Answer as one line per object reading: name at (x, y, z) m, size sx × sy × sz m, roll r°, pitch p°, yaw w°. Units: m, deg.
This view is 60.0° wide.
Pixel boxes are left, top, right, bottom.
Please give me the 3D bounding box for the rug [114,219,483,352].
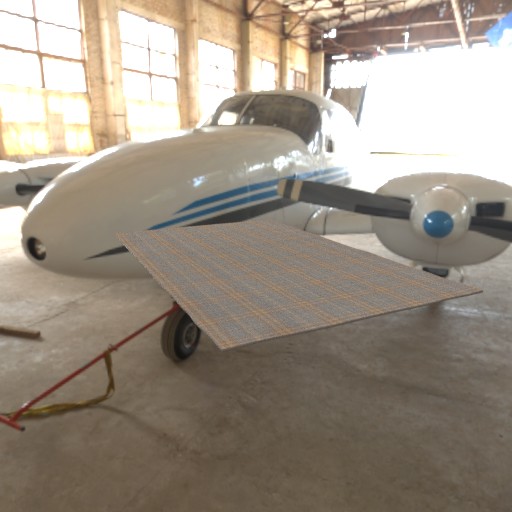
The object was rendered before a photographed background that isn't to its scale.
rug at (0.000, 0.000, 3.132) m, size 1.545 × 0.016 × 2.460 m, roll -7°, pitch 17°, yaw -26°
